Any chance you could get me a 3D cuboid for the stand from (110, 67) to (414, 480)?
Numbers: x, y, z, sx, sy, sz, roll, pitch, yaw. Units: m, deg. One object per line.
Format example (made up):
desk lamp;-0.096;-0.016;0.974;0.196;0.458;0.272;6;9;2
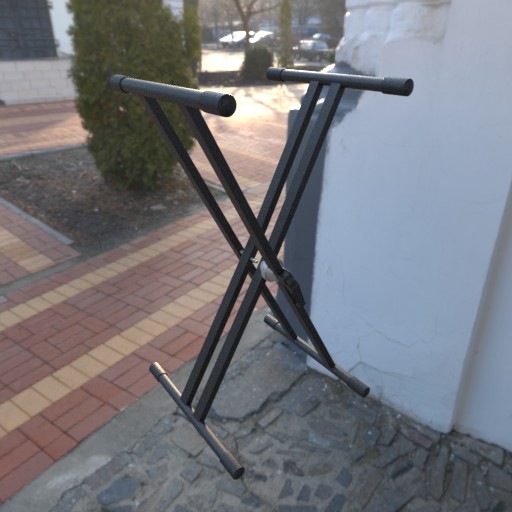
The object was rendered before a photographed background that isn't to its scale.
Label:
stand;0.000;0.000;1.195;0.503;0.900;0.495;-18;32;-32
